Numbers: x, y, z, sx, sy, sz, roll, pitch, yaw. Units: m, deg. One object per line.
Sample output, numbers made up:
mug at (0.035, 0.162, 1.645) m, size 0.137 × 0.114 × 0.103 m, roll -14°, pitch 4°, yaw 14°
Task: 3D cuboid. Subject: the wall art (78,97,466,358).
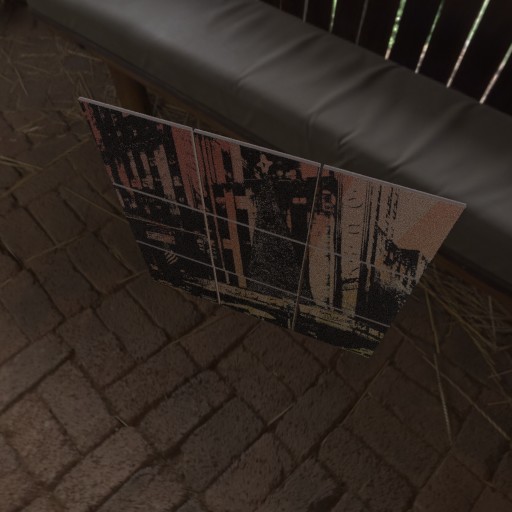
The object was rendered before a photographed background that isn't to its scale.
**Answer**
wall art at (0.000, 0.000, 2.284) m, size 1.527 × 1.521 × 0.017 m, roll 18°, pitch 60°, yaw 11°
